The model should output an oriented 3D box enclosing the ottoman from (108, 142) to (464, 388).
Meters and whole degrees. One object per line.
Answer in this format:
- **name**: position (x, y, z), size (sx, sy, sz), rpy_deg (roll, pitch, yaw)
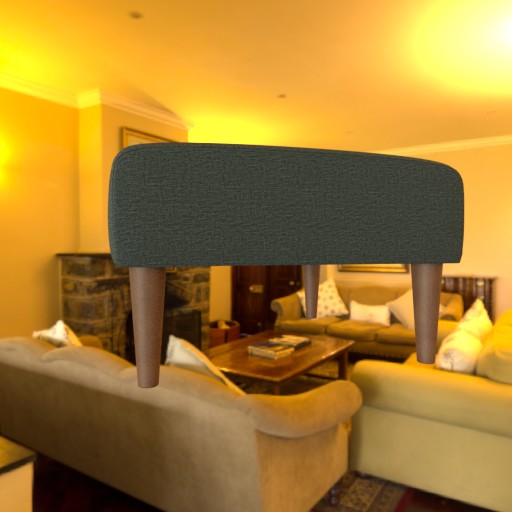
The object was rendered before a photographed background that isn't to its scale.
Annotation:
- **ottoman**: position (0.000, 0.000, 1.037), size (0.649, 0.398, 0.650), rpy_deg (0, 1, -16)
